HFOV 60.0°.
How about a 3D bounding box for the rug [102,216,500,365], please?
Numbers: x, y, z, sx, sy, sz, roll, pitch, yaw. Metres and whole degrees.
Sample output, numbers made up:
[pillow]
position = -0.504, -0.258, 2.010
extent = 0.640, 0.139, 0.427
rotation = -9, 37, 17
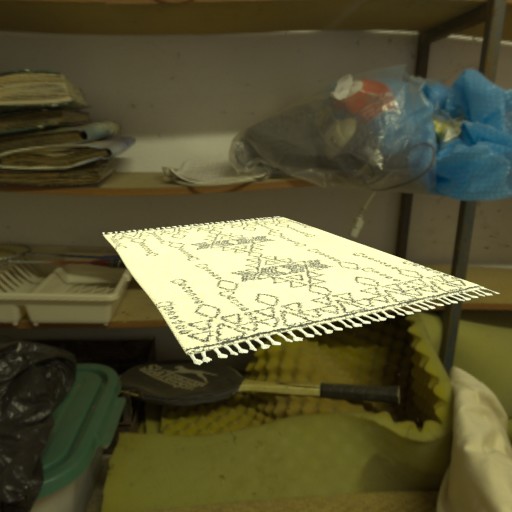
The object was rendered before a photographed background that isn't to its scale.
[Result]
[rug]
position = 0.000, 0.000, 3.790
extent = 2.125, 0.028, 3.027
rotation = -8, 18, -25
